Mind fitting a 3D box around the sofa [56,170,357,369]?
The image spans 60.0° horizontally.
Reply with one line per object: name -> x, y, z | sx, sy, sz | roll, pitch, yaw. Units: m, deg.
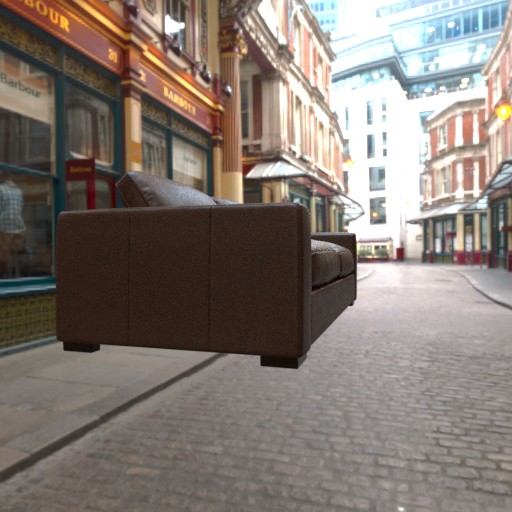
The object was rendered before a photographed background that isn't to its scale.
sofa -> 0.000, 0.000, 2.751 | 1.070, 0.801, 2.262 | 0, 0, 18
